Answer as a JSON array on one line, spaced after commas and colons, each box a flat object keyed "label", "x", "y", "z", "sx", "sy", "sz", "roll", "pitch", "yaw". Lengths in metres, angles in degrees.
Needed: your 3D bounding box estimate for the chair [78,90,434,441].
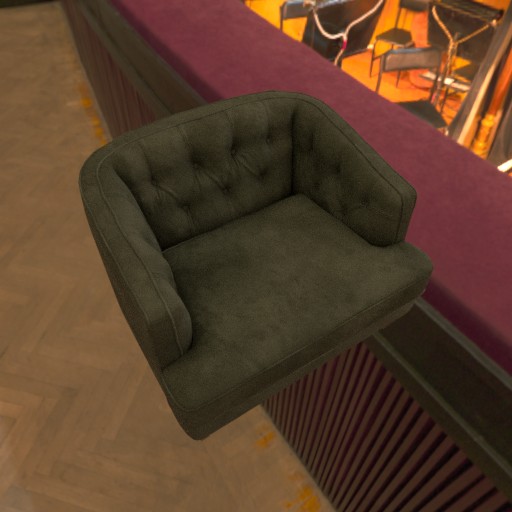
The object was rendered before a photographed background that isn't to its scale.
[{"label": "chair", "x": 0.000, "y": 0.000, "z": 1.771, "sx": 1.104, "sy": 0.852, "sz": 0.941, "roll": -25, "pitch": 52, "yaw": -21}]
